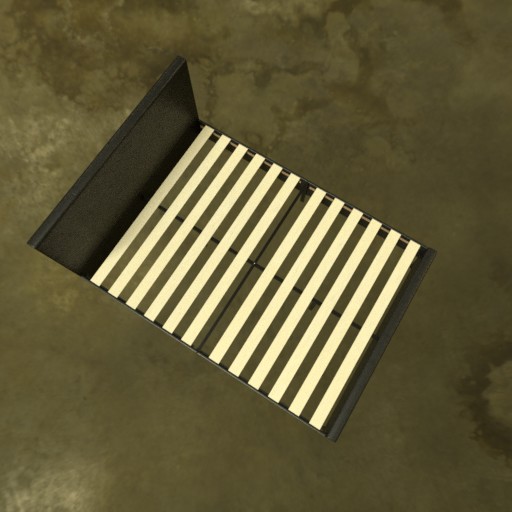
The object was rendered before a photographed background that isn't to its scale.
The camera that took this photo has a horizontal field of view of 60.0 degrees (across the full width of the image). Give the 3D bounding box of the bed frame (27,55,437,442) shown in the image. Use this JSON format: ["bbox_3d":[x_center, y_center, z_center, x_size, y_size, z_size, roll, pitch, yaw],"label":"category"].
[{"bbox_3d":[0.000,0.000,3.276,2.318,1.127,1.634,31,76,8],"label":"bed frame"}]
